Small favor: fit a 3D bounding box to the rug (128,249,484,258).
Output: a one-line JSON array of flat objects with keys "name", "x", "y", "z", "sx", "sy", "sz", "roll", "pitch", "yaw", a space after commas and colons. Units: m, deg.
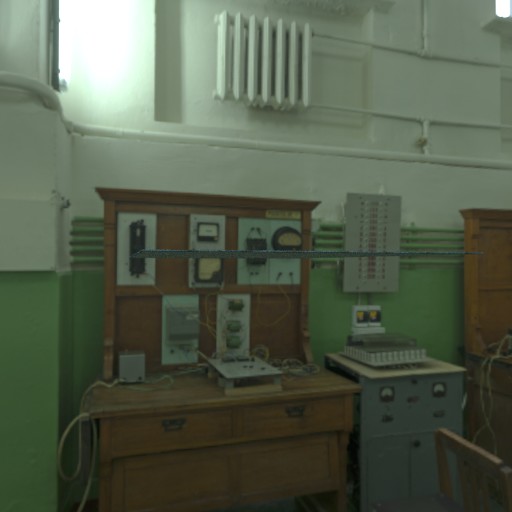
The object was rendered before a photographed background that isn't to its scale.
[{"name": "rug", "x": 0.000, "y": 0.000, "z": 4.340, "sx": 2.337, "sy": 0.013, "sz": 3.291, "roll": 0, "pitch": -1, "yaw": -17}]
